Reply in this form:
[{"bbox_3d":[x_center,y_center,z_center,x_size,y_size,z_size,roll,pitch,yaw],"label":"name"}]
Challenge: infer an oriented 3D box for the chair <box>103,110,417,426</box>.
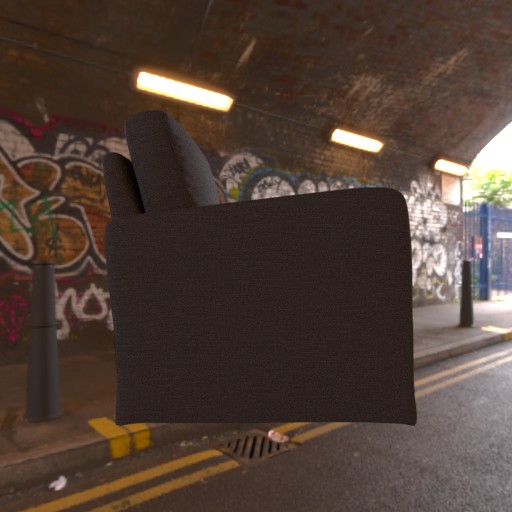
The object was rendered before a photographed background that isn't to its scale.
[{"bbox_3d":[0.000,0.000,1.498,0.863,0.855,0.798,0,0,-1],"label":"chair"}]
